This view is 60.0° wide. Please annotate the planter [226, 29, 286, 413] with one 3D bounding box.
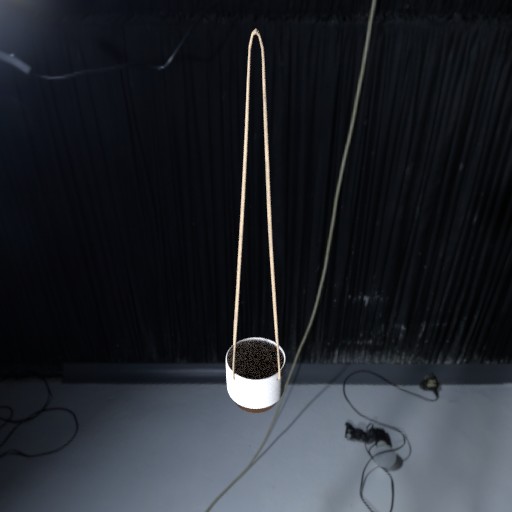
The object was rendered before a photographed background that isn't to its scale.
[{"bbox_3d":[0.000,0.000,0.919,0.146,0.841,0.146,-1,32,-1],"label":"planter"}]
